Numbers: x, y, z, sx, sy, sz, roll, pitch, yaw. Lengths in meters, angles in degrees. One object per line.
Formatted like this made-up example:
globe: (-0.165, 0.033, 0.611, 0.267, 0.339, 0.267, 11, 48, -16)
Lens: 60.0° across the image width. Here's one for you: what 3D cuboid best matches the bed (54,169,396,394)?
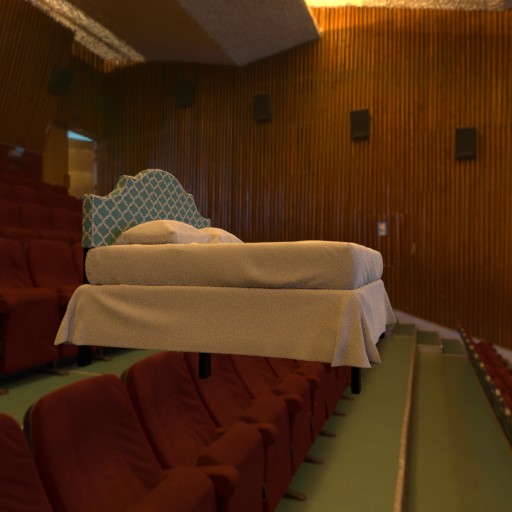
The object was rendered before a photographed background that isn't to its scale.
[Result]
bed: (0.000, 0.000, 3.814, 2.222, 1.601, 2.314, 0, -1, 20)
